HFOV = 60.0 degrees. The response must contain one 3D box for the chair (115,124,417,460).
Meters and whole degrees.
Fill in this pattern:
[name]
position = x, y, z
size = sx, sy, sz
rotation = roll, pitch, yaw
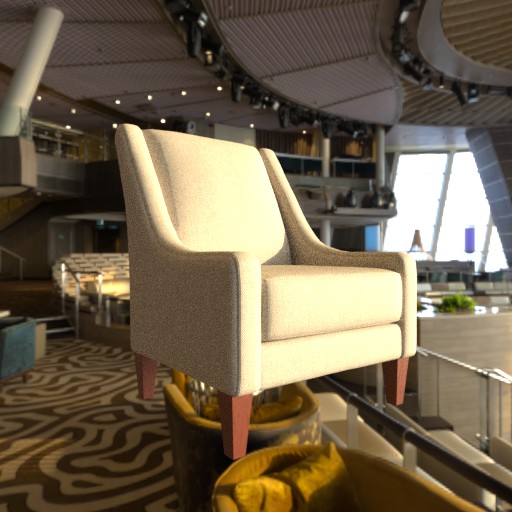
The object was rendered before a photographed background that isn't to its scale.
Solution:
[chair]
position = 0.000, 0.000, 1.613
size = 0.774, 1.014, 0.870
rotation = 0, 0, -37
